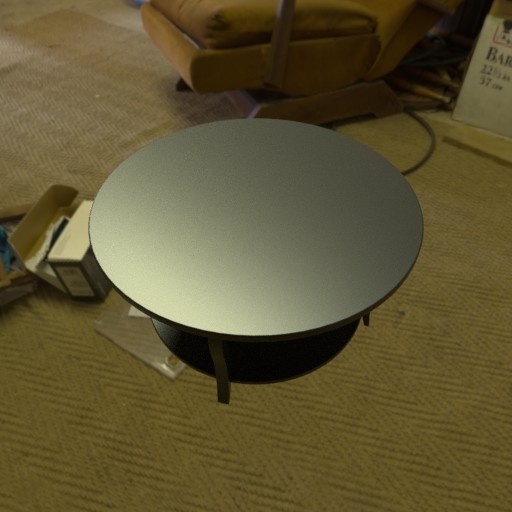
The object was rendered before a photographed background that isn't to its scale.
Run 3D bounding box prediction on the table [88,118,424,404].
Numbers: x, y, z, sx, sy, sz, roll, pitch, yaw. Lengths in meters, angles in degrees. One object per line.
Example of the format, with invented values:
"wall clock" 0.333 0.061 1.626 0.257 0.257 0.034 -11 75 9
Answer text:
"table" 0.000 0.000 1.411 0.914 0.457 0.914 0 46 0
